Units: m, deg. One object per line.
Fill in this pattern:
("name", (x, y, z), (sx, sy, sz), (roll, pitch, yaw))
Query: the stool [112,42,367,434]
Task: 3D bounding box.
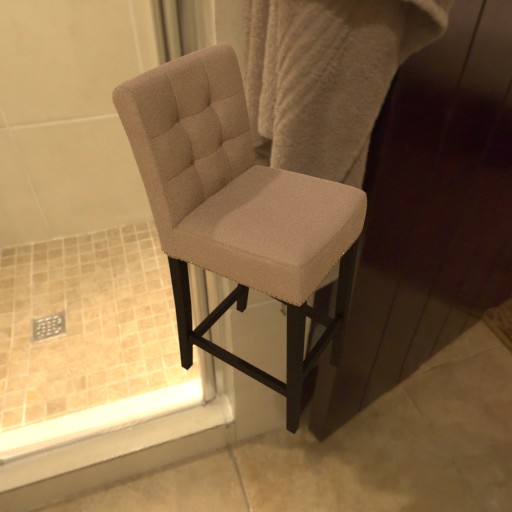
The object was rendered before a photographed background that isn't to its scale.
("stool", (0.000, 0.000, 1.335), (0.548, 1.047, 0.411), (24, 47, 25))
